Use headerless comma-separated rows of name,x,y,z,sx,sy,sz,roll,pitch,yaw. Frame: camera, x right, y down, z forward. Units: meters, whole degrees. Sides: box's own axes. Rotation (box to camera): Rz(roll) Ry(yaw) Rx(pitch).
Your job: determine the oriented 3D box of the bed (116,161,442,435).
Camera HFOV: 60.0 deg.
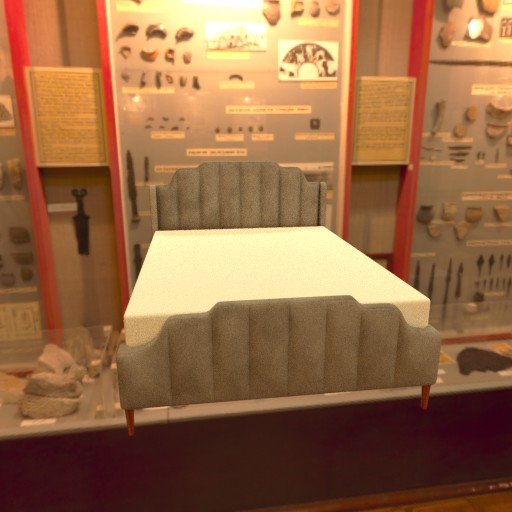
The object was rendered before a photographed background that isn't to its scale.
bed,0.000,0.000,3.259,1.676,1.245,2.340,-2,15,-8
